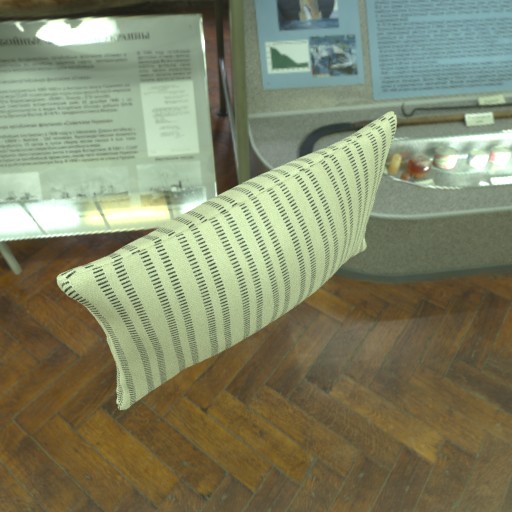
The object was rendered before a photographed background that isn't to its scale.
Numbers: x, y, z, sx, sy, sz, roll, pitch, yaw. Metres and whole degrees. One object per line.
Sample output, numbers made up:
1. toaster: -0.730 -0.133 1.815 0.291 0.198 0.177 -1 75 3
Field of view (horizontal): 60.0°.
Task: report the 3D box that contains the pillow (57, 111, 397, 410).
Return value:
1. pillow: 0.000 0.000 0.797 0.640 0.353 0.210 -31 54 -25
